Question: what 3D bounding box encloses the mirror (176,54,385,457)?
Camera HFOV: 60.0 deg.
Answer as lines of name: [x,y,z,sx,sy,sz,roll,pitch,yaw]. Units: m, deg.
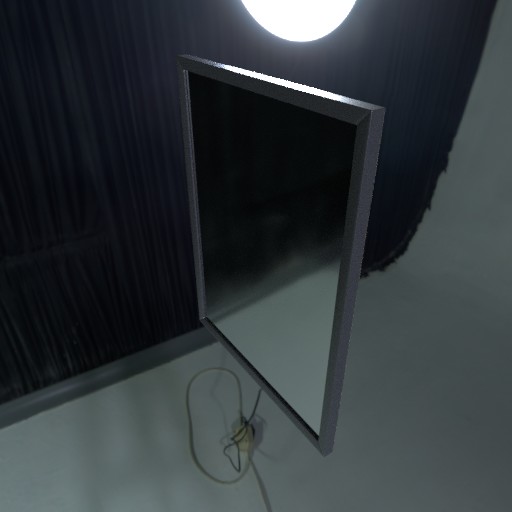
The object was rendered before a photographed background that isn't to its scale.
mirror: [0.000,0.000,1.322,0.040,1.016,0.762,-21,38,-29]
